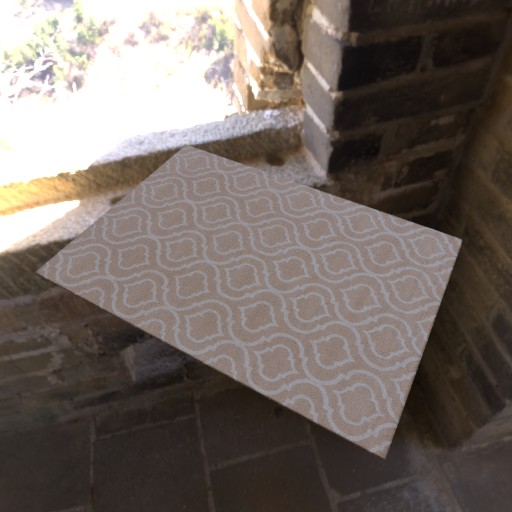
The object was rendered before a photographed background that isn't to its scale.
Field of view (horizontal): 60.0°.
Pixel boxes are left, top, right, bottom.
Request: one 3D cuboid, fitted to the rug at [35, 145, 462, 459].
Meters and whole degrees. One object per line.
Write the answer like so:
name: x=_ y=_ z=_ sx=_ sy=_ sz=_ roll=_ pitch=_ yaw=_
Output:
rug: x=0.000 y=0.000 z=2.703 sx=2.134 sy=0.010 sz=1.524 roll=23 pitch=51 yaw=19
